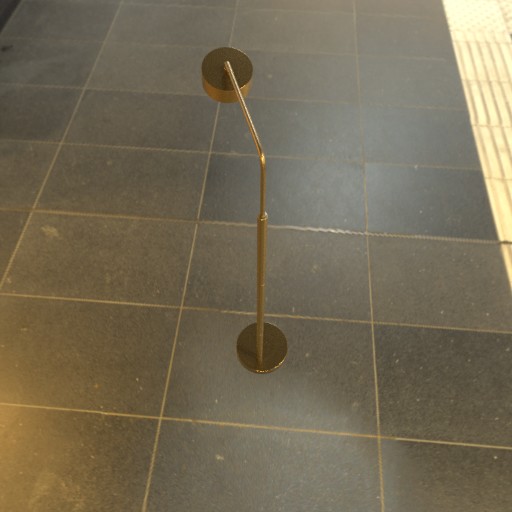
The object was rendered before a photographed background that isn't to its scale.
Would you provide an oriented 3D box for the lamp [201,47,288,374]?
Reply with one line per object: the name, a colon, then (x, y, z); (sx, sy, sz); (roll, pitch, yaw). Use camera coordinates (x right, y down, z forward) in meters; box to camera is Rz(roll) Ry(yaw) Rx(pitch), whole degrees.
lamp: (0.000, 0.000, 1.435); (0.219, 1.230, 0.418); (-13, 60, -8)
